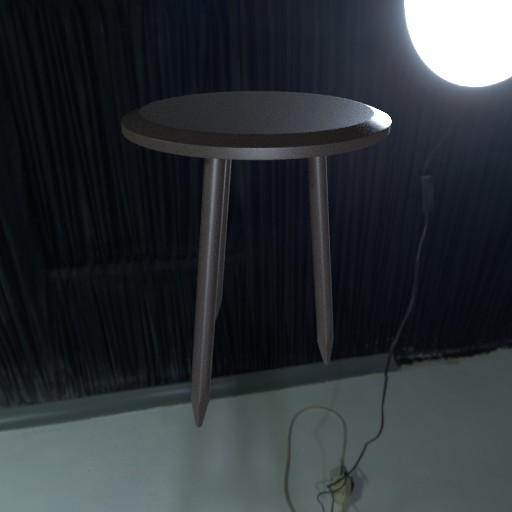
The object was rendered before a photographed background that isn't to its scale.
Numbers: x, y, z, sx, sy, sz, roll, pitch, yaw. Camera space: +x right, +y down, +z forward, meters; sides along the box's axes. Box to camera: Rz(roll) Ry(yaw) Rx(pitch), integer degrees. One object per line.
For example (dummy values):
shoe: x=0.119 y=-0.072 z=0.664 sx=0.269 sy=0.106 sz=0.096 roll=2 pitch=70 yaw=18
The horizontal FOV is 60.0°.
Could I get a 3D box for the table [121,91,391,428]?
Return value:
table: x=0.000 y=0.000 z=0.910 sx=0.457 sy=0.585 sz=0.457 roll=0 pitch=28 yaw=0
